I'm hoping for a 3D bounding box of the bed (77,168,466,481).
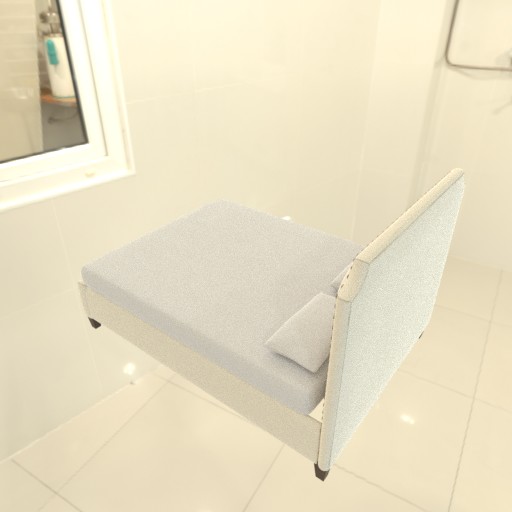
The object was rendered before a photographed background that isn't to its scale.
[{"bbox_3d":[0.000,0.000,3.366,2.372,1.497,1.712,22,38,31],"label":"bed"}]
